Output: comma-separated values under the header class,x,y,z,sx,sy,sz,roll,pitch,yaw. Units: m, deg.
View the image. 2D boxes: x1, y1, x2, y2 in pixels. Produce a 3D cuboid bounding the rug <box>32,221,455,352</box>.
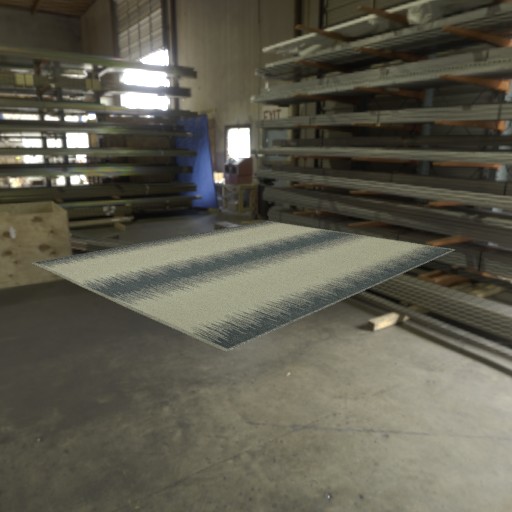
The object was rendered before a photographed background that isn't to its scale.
class,x,y,z,sx,sy,sz,roll,pitch,yaw
rug,0.000,0.000,4.042,2.453,0.004,3.037,13,19,42
